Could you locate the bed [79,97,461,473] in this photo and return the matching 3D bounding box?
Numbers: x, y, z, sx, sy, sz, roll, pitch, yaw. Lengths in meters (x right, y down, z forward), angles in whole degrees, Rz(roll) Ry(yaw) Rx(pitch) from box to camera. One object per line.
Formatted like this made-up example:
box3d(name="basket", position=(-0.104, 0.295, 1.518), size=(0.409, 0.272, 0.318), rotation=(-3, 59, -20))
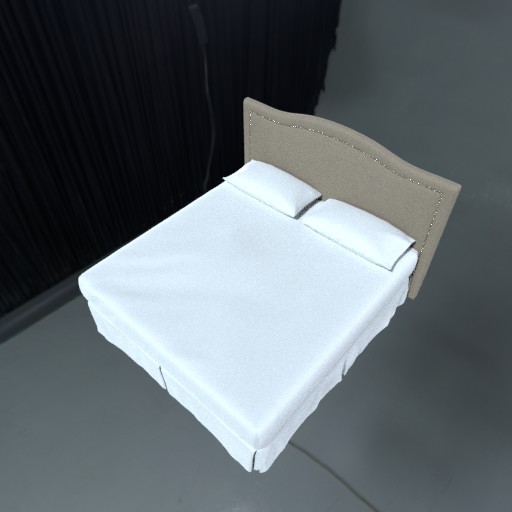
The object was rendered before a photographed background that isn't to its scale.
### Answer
box3d(name="bed", position=(0.000, 0.000, 3.547), size=(2.083, 1.421, 2.182), rotation=(32, 54, 27))
